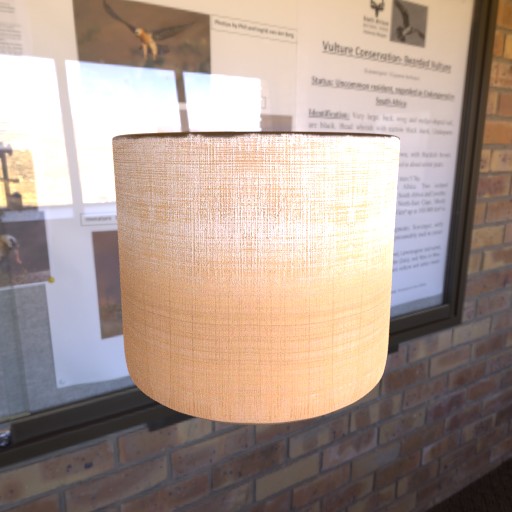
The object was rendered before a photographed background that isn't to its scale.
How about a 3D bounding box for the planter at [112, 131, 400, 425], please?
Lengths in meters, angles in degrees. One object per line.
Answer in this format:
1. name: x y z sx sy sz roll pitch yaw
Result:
1. planter: 0.000 0.000 0.426 0.254 0.221 0.254 0 13 0
